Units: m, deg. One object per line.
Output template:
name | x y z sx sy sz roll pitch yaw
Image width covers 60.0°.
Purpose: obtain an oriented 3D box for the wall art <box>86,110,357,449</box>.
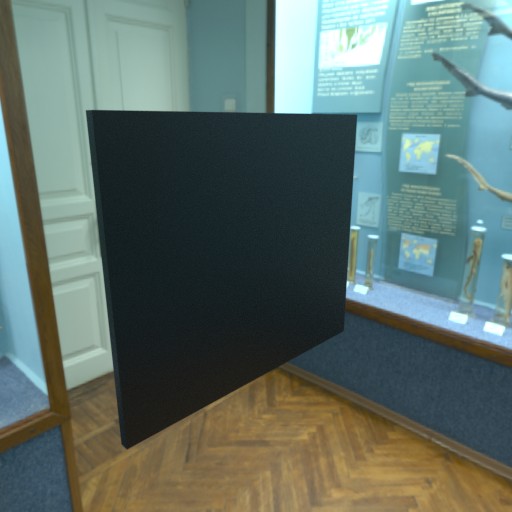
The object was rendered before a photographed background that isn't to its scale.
wall art | 0.000 0.000 0.538 0.383 0.332 0.012 -16 23 -42
